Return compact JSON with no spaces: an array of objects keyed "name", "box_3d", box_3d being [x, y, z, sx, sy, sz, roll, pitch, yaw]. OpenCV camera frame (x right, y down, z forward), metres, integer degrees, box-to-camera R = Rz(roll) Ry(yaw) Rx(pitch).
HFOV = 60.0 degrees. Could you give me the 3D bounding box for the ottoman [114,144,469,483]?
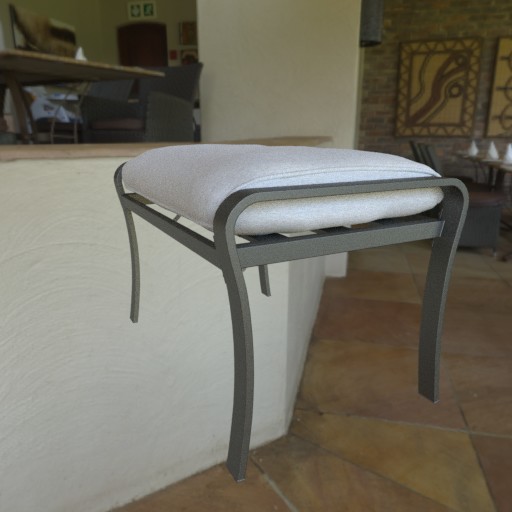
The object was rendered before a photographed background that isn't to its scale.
[{"name":"ottoman","box_3d":[0.000,0.000,0.874,0.406,0.422,0.610,-8,18,-27]}]
